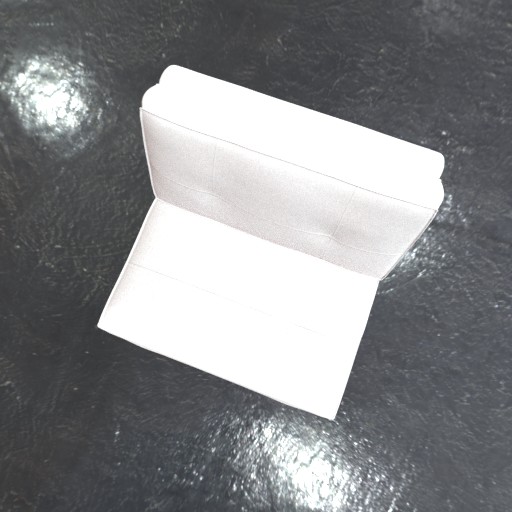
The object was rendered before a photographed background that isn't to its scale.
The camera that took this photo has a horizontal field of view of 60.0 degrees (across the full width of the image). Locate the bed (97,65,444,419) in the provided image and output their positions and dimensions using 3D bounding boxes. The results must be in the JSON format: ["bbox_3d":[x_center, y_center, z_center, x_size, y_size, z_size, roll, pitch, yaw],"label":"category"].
[{"bbox_3d":[0.000,0.000,1.321,0.799,0.614,0.749,20,77,5],"label":"bed"}]
